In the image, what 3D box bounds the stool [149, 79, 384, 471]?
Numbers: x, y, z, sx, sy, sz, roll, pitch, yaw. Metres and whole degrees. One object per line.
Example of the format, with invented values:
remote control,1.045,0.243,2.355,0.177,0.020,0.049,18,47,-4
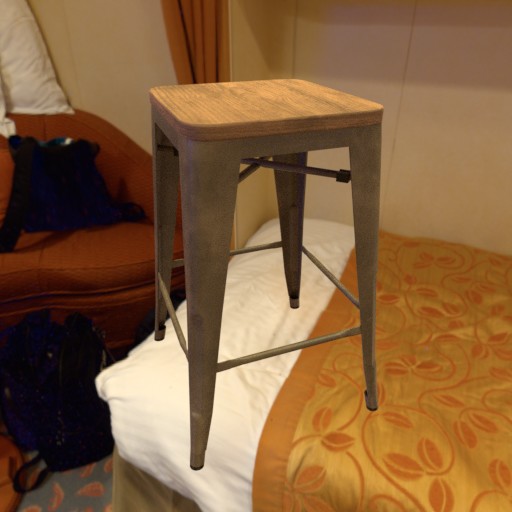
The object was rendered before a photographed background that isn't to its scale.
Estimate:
stool,0.000,0.000,0.884,0.407,0.607,0.407,-11,31,-18
